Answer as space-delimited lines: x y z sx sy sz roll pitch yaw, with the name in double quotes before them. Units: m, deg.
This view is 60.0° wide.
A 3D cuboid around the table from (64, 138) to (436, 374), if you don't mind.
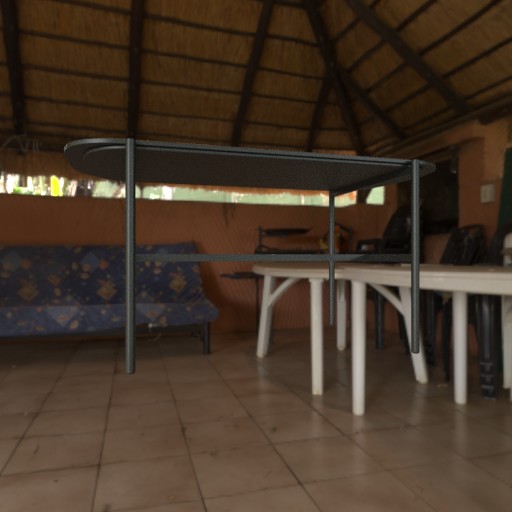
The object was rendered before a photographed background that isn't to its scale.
"table" 0.000 0.000 1.015 0.800 0.400 0.400 0 0 -17
